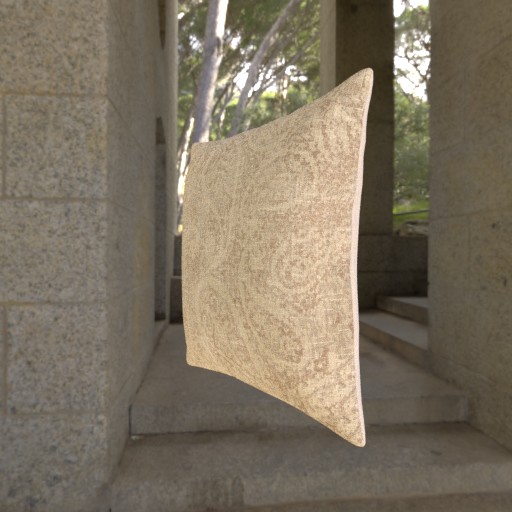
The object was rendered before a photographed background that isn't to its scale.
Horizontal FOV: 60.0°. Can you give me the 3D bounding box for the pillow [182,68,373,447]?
[{"bbox_3d":[0.000,0.000,0.806,0.166,0.510,0.523,0,1,-35],"label":"pillow"}]
